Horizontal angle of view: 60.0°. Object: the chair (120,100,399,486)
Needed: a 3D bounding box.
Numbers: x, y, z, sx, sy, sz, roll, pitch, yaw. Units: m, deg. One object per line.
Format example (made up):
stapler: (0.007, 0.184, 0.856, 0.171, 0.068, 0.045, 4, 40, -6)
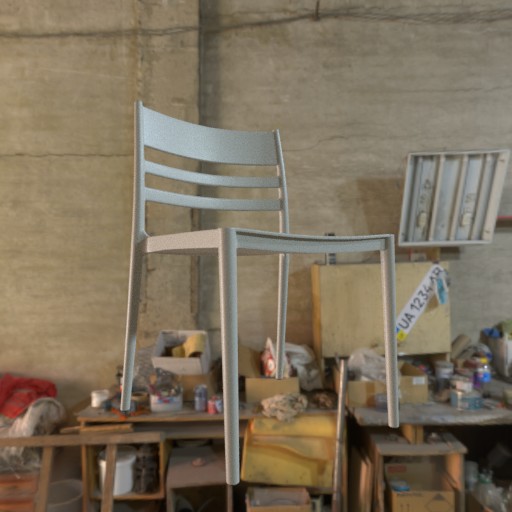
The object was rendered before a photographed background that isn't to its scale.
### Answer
chair: (0.000, 0.000, 1.109, 0.531, 0.800, 0.511, 0, 0, -35)
